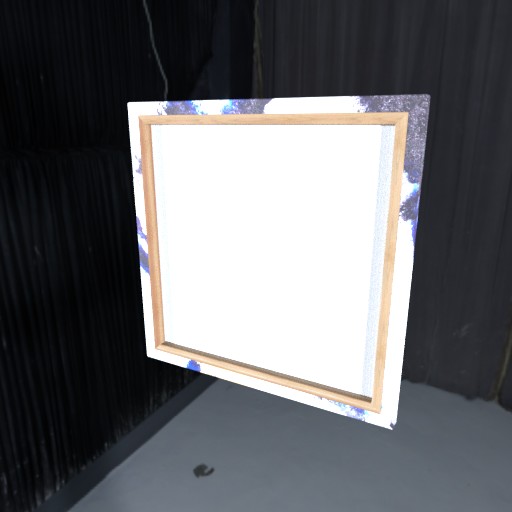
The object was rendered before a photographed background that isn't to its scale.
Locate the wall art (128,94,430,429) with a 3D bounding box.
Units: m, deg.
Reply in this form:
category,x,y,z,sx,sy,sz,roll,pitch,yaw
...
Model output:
category,x,y,z,sx,sy,sz,roll,pitch,yaw
wall art,0.000,0.000,1.326,0.887,0.885,0.038,9,19,26
